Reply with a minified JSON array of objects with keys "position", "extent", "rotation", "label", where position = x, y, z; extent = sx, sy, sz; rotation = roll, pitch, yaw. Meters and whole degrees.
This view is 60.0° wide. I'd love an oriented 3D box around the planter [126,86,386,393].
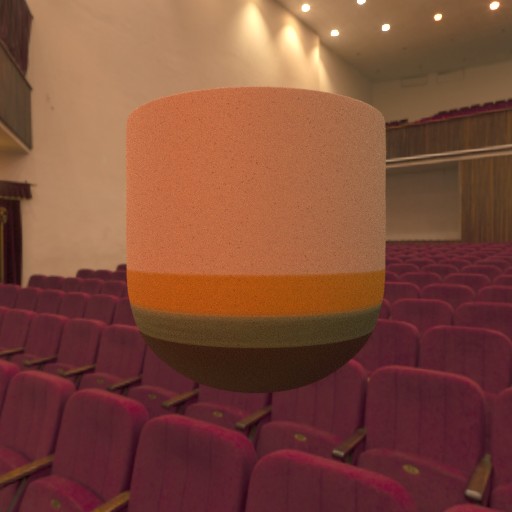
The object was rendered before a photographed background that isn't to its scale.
[{"position":[0.000,0.000,0.478],"extent":[0.268,0.270,0.268],"rotation":[0,1,0],"label":"planter"}]
